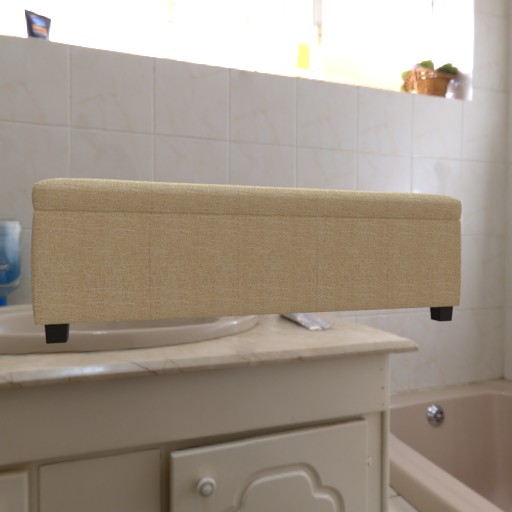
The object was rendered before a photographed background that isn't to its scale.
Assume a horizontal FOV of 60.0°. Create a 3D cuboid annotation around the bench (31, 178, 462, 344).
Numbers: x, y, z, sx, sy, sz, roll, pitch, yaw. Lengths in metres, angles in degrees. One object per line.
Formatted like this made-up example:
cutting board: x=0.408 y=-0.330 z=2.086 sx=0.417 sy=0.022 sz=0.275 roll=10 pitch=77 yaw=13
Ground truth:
bench: x=0.000 y=0.000 z=1.403 sx=1.219 sy=0.406 sz=0.432 roll=0 pitch=1 yaw=-17
